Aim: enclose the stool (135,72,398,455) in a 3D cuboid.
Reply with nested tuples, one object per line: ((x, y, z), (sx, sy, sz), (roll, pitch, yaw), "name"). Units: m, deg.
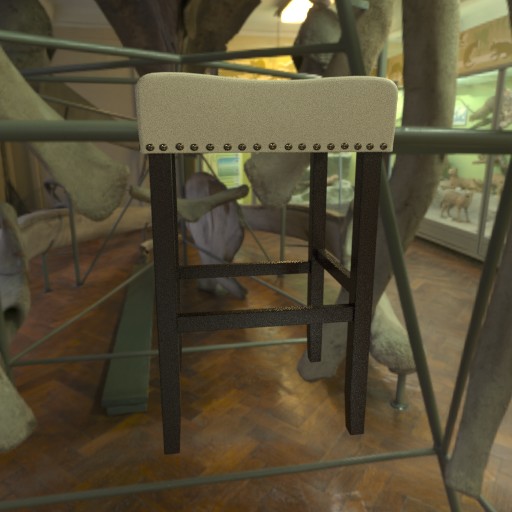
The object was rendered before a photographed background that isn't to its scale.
((0.000, 0.000, 1.050), (0.471, 0.762, 0.401), (-2, 16, -8), "stool")
